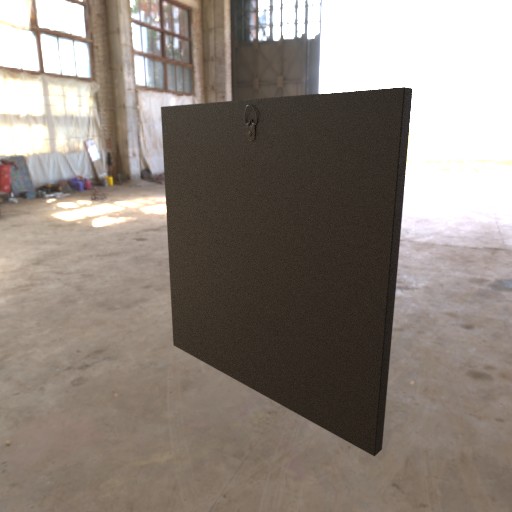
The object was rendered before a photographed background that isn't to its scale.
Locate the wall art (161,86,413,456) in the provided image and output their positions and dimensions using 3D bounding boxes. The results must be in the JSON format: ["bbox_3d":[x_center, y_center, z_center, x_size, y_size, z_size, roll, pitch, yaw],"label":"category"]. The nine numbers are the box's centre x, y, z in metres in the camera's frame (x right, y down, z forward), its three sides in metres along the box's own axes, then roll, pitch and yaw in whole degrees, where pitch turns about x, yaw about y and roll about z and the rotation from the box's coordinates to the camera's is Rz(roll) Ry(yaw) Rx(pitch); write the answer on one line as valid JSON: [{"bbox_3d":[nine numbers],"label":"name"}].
[{"bbox_3d":[0.000,0.000,1.208,0.805,0.807,0.043,15,21,43],"label":"wall art"}]
